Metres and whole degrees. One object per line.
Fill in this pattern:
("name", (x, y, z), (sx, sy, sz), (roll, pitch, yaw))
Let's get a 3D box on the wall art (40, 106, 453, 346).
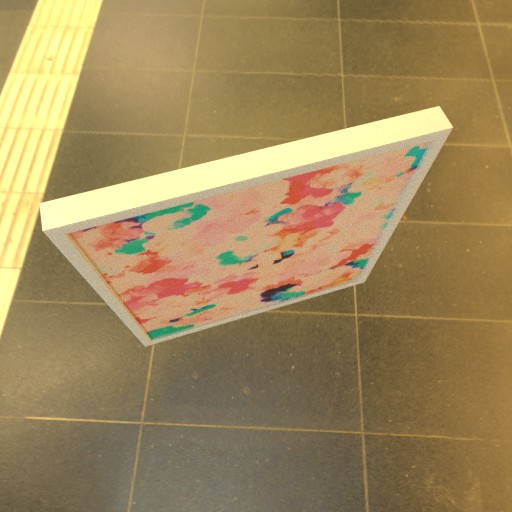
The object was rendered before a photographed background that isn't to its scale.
("wall art", (0.000, 0.000, 0.758), (0.506, 0.505, 0.038), (-15, 65, -7))
